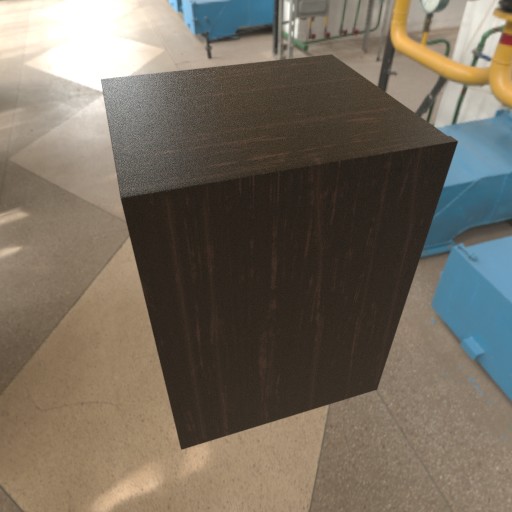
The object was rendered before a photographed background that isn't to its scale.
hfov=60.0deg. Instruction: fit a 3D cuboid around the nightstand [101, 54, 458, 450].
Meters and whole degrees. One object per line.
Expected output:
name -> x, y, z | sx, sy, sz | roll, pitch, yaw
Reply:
nightstand -> 0.000, 0.000, 0.801 | 0.400, 0.559, 0.356 | -12, 43, -13
